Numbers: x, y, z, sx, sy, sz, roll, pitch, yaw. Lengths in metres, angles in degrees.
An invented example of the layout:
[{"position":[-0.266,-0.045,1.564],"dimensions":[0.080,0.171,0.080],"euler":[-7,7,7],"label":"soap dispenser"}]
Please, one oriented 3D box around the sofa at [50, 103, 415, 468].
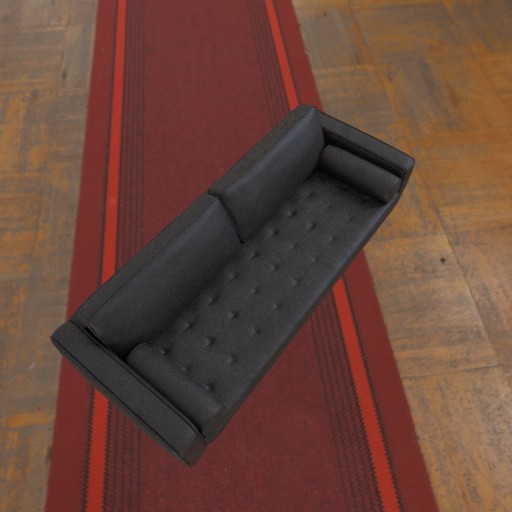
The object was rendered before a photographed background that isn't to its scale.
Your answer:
[{"position":[0.000,0.000,2.618],"dimensions":[0.914,0.762,2.210],"euler":[33,64,19],"label":"sofa"}]
